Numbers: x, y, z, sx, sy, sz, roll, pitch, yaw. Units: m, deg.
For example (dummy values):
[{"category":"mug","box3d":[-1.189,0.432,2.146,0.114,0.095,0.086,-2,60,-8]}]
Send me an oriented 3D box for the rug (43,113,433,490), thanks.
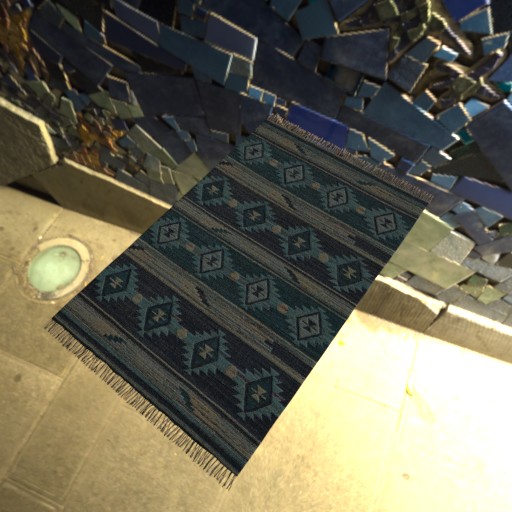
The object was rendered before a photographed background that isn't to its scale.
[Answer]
[{"category":"rug","box3d":[0.000,0.000,2.384,1.181,0.028,1.936,33,64,19]}]
